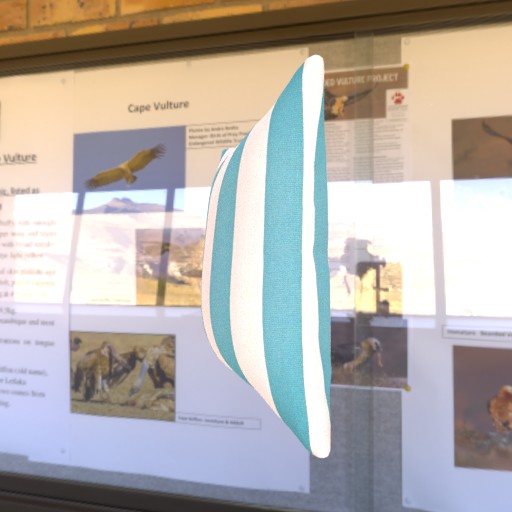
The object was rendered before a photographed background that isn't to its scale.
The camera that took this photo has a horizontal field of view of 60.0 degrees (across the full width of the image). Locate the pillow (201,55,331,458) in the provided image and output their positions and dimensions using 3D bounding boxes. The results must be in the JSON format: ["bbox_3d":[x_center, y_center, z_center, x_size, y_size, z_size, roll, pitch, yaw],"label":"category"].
[{"bbox_3d":[0.000,0.000,0.818,0.189,0.526,0.536,0,-1,-19],"label":"pillow"}]
